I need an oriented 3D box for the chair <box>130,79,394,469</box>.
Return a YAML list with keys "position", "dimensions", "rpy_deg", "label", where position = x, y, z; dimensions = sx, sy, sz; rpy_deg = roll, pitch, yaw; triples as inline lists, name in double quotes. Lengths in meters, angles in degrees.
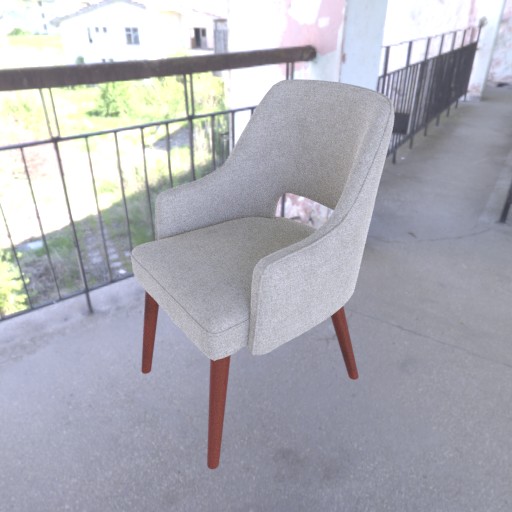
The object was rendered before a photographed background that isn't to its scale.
- position: [0.000, 0.000, 1.225]
  dimensions: [0.605, 0.849, 0.548]
  rpy_deg: [-20, 35, -31]
  label: "chair"
